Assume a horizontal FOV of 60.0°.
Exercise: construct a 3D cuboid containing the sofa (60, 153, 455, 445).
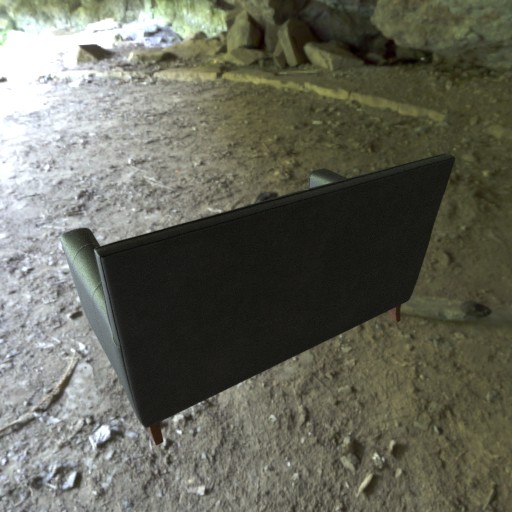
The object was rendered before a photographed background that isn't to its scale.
[{"bbox_3d":[0.000,0.000,1.983,1.473,0.871,0.787,-19,35,-28],"label":"sofa"}]
